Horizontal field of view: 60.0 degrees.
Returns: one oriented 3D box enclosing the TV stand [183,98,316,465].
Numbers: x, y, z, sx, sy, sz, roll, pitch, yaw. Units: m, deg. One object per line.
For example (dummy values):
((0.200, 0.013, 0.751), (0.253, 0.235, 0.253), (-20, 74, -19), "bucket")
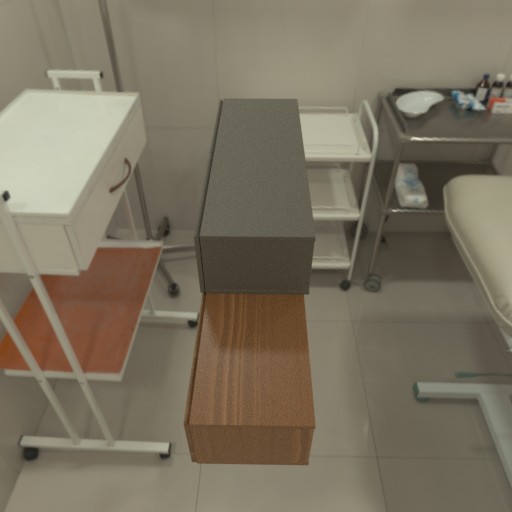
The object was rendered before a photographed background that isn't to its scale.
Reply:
((0.000, 0.000, 1.574), (0.329, 0.591, 1.336), (1, 42, 1), "TV stand")
